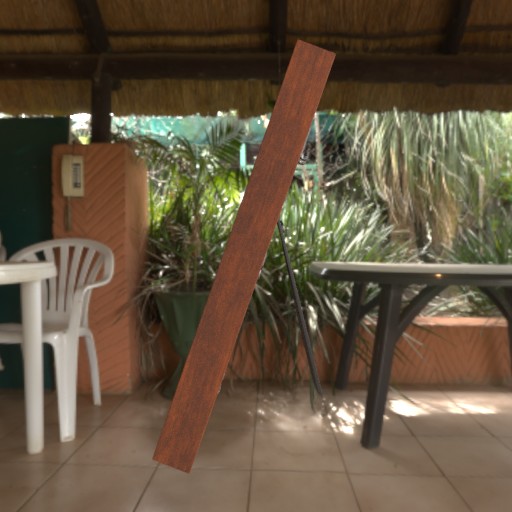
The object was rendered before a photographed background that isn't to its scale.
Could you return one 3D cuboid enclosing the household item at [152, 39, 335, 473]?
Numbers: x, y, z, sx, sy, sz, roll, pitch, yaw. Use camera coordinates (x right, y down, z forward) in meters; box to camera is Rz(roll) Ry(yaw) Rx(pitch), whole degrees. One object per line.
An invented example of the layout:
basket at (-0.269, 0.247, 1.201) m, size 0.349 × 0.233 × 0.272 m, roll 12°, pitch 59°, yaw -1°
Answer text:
household item at (0.000, 0.000, 0.288) m, size 0.096 × 0.204 × 0.160 m, roll 0°, pitch 1°, yaw 1°
